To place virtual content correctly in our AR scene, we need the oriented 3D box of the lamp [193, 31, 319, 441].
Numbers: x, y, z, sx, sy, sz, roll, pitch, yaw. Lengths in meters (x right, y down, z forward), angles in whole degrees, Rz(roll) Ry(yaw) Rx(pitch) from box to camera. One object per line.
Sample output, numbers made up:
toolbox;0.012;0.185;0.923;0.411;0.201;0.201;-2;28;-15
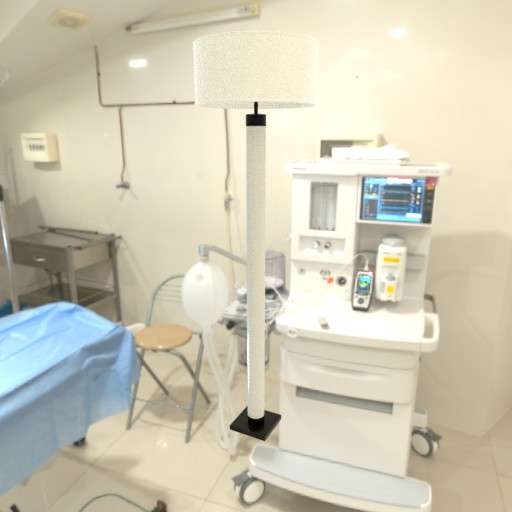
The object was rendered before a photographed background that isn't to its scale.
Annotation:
lamp;0.000;0.000;1.668;0.420;1.475;0.420;8;17;26
